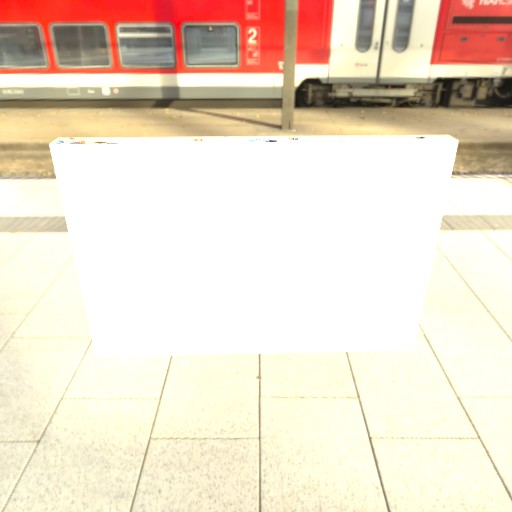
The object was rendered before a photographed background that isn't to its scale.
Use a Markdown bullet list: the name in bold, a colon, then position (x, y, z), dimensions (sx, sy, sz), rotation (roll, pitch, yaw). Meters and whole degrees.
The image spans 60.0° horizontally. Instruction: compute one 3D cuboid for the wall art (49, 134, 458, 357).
- **wall art**: position (0.000, 0.000, 1.131), dimensions (0.894, 0.595, 0.057), rotation (-1, 28, -2)
